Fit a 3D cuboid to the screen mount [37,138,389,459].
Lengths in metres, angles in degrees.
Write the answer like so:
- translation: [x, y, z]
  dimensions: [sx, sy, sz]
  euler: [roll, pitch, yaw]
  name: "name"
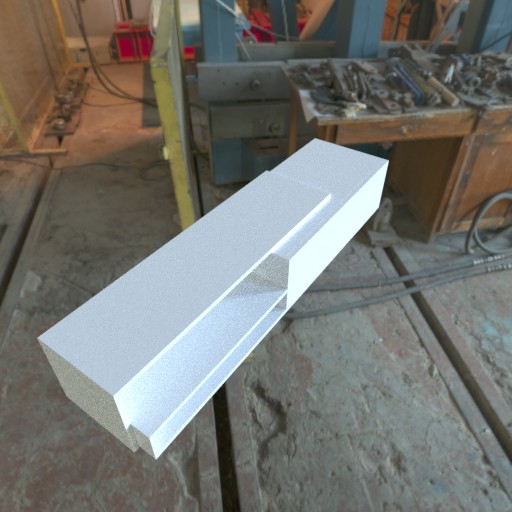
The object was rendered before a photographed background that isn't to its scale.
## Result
- translation: [0.000, 0.000, 1.863]
  dimensions: [0.420, 0.320, 1.680]
  euler: [25, 47, 26]
  name: "screen mount"
